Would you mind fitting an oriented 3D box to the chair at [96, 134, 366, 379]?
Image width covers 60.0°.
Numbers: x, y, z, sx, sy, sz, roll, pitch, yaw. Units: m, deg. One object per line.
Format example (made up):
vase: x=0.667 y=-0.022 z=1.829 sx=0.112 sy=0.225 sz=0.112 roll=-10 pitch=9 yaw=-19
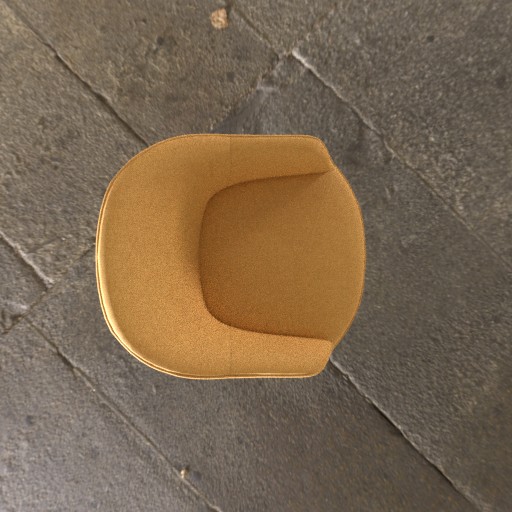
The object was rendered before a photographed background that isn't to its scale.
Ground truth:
chair: x=0.000 y=0.000 z=1.269 sx=0.635 sy=0.823 sz=0.596 roll=0 pitch=90 yaw=-1
